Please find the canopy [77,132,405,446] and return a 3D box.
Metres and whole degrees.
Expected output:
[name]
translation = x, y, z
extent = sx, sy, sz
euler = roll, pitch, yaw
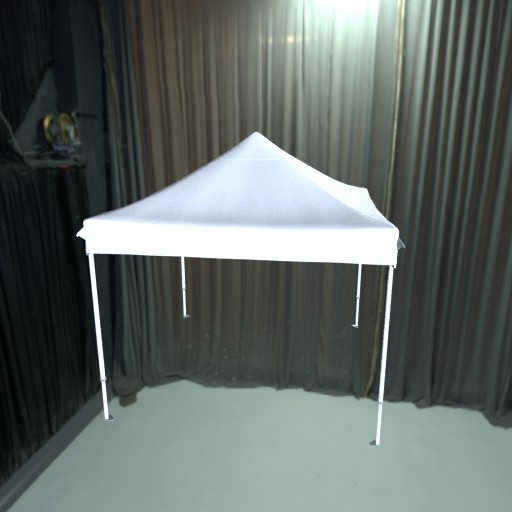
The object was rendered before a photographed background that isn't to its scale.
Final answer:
[canopy]
translation = 0.000, 0.000, 5.560
extent = 2.996, 2.998, 2.994
euler = 2, 16, 8
